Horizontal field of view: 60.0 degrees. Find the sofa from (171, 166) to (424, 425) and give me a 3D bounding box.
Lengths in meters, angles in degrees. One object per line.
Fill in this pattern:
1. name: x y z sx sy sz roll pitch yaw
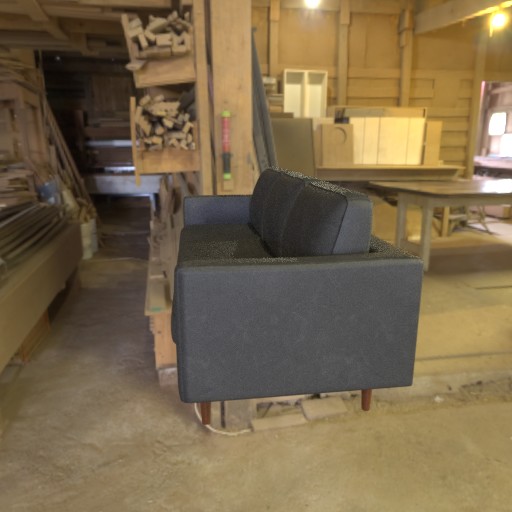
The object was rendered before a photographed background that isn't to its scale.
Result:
1. sofa: 0.000 0.000 2.481 0.879 0.899 2.029 -2 14 -8
